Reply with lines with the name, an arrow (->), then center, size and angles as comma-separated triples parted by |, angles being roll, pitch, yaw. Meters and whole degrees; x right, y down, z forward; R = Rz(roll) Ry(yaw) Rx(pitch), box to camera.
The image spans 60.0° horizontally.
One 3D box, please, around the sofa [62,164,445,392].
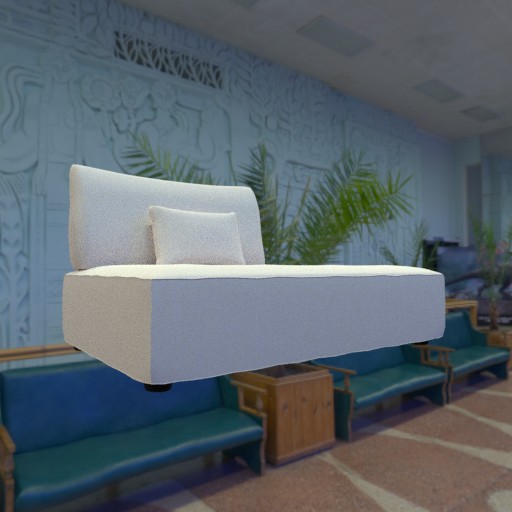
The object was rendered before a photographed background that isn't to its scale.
sofa -> 0.000, 0.000, 2.035 | 1.450, 0.820, 1.000 | 1, -2, -36
